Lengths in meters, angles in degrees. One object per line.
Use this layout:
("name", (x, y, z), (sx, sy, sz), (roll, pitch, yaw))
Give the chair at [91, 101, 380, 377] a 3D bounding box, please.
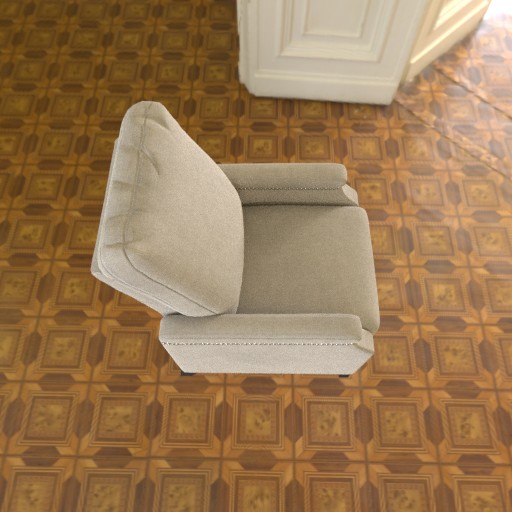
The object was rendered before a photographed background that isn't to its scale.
("chair", (0.000, 0.000, 1.664), (0.922, 1.049, 0.710), (1, 64, 0))
